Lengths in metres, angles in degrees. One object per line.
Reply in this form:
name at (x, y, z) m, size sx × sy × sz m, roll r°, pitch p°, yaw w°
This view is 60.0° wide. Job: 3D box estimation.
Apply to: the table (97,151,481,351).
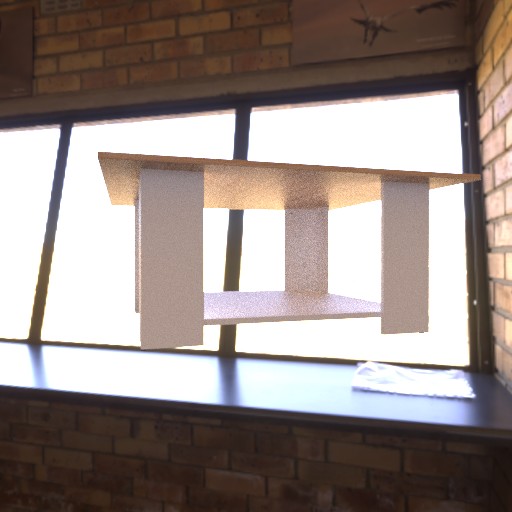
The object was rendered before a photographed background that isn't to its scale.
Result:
table at (0.000, 0.000, 1.047) m, size 0.670 × 0.305 × 0.670 m, roll 0°, pitch 0°, yaw -16°
